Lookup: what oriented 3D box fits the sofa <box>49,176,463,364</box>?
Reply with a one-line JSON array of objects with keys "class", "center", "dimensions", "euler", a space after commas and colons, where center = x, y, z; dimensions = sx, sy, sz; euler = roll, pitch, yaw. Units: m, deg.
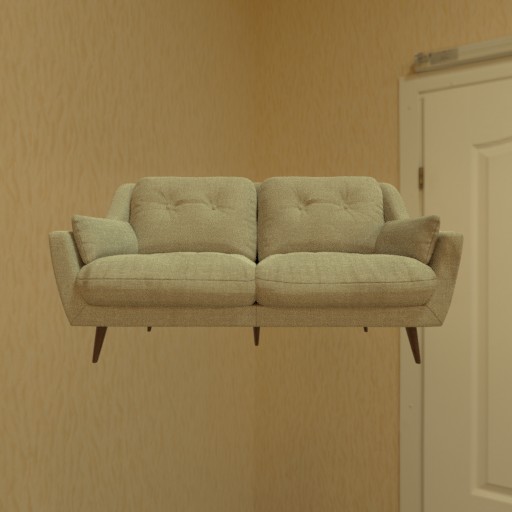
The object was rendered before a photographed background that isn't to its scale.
[{"class": "sofa", "center": [0.000, 0.000, 2.180], "dimensions": [1.652, 0.888, 0.965], "euler": [0, 0, 1]}]
